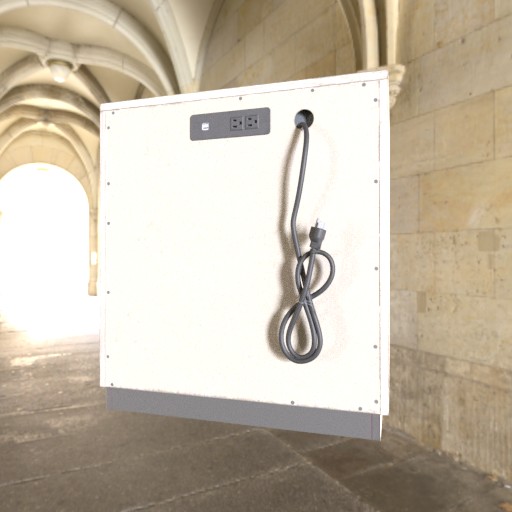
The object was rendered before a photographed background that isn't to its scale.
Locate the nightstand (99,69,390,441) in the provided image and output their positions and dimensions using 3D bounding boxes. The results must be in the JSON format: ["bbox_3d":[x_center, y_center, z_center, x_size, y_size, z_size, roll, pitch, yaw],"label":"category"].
[{"bbox_3d":[0.000,0.000,1.061,0.612,0.673,0.483,0,0,17],"label":"nightstand"}]
